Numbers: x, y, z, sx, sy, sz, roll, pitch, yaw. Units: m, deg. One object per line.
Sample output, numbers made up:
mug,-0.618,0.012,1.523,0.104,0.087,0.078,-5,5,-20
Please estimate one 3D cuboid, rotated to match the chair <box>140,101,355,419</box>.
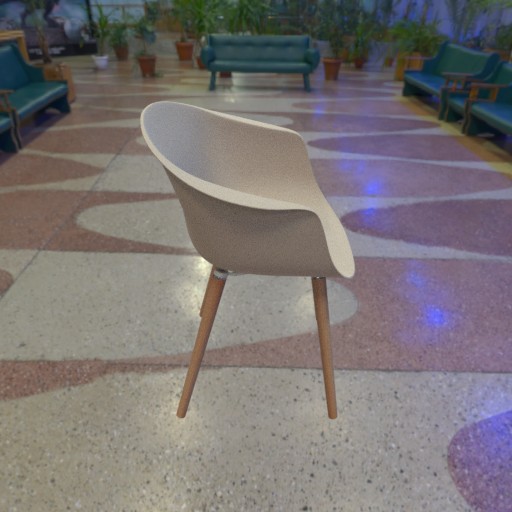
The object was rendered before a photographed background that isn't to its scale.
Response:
chair,0.000,0.000,1.203,0.504,0.781,0.593,1,31,2
